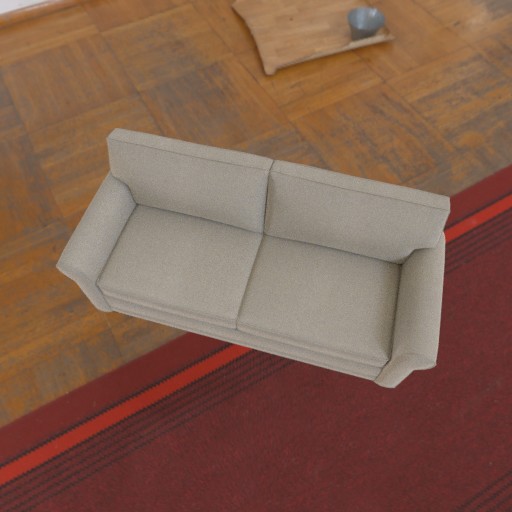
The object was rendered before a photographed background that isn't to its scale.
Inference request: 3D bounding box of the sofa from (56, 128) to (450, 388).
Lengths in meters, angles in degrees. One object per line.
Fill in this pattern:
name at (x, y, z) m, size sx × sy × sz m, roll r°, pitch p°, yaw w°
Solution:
sofa at (0.000, 0.000, 2.691) m, size 2.146 × 0.962 × 0.901 m, roll 13°, pitch 61°, yaw 8°
